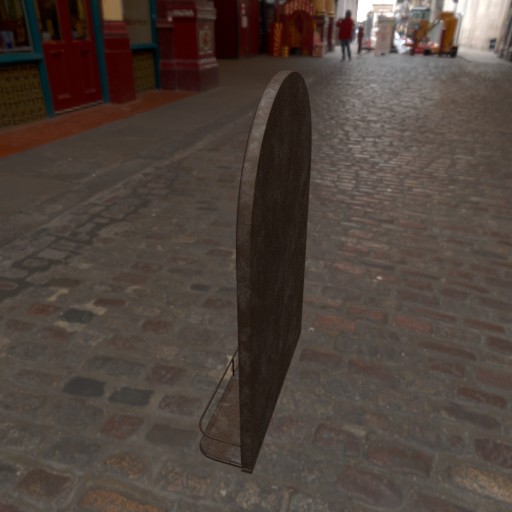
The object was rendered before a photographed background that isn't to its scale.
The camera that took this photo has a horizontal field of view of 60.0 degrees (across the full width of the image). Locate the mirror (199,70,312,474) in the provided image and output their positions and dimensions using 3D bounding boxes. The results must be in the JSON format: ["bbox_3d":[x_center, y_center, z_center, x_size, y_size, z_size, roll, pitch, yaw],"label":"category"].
[{"bbox_3d":[0.000,0.000,0.993,0.137,0.770,0.510,8,29,15],"label":"mirror"}]
